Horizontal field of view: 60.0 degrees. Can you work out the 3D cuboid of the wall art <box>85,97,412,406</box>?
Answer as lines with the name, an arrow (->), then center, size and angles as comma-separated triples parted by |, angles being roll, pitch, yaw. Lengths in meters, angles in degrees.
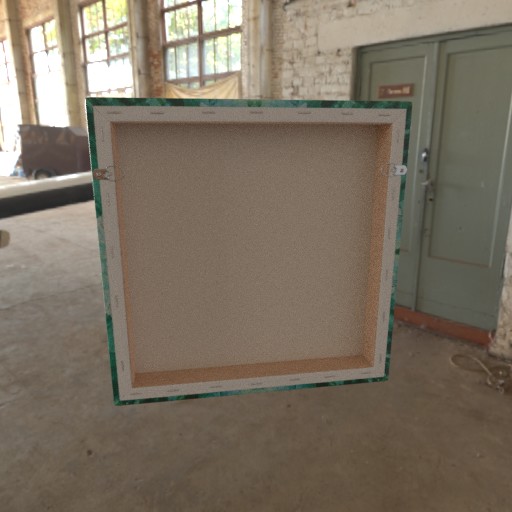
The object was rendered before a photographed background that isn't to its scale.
wall art -> 0.000, 0.000, 0.472 | 0.313, 0.313, 0.033 | -2, 15, -9
